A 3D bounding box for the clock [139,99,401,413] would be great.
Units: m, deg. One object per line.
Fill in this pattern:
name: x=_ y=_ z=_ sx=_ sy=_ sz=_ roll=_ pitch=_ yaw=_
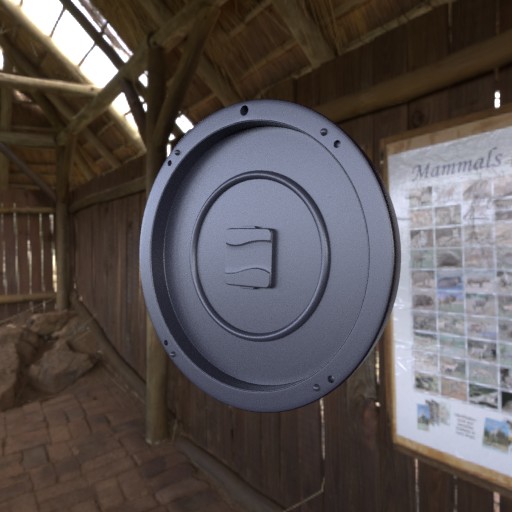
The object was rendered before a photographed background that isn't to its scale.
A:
clock: x=0.000 y=0.000 z=0.452 sx=0.300 sy=0.300 sz=0.060 roll=0 pitch=1 yaw=36
